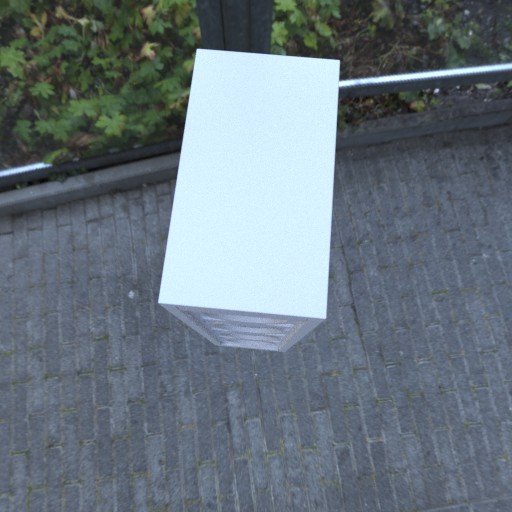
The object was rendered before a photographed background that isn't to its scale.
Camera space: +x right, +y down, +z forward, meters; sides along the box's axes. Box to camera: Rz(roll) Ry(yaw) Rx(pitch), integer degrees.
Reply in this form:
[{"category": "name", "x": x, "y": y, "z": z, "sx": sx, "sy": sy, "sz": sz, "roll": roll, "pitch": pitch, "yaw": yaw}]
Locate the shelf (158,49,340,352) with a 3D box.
[{"category": "shelf", "x": 0.000, "y": 0.000, "z": 1.648, "sx": 0.340, "sy": 1.411, "sz": 0.611, "roll": 5, "pitch": 75, "yaw": 1}]
